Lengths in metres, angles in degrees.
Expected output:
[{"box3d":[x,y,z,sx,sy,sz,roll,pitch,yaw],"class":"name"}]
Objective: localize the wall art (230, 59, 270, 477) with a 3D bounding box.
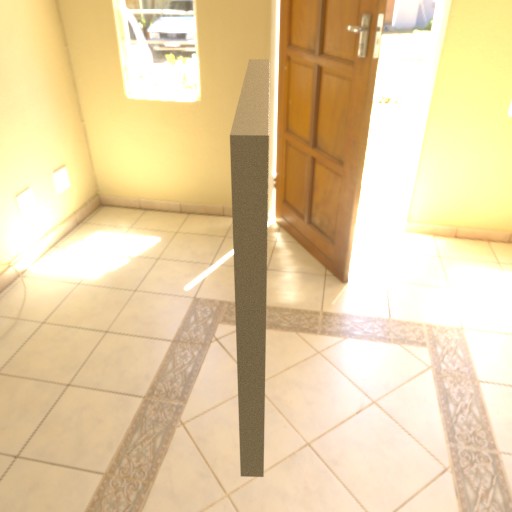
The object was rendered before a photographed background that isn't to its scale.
[{"box3d":[0.000,0.000,0.757,0.037,0.554,0.453,1,32,1],"class":"wall art"}]
